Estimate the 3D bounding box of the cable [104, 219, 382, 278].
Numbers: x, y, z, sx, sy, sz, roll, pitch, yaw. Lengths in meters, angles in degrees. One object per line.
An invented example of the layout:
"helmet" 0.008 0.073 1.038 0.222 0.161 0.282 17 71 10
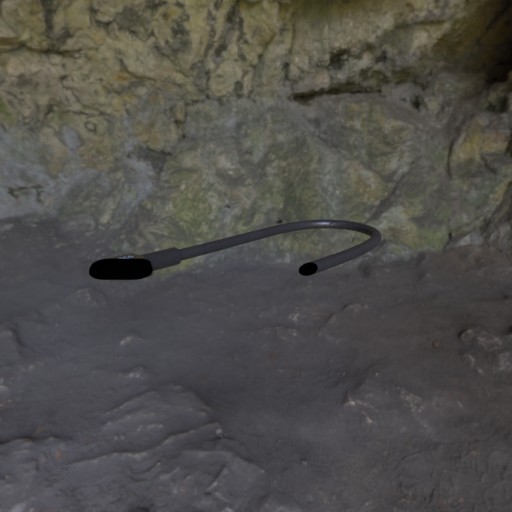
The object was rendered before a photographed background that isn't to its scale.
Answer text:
"cable" 0.000 0.000 0.110 0.041 0.005 0.098 14 21 41
